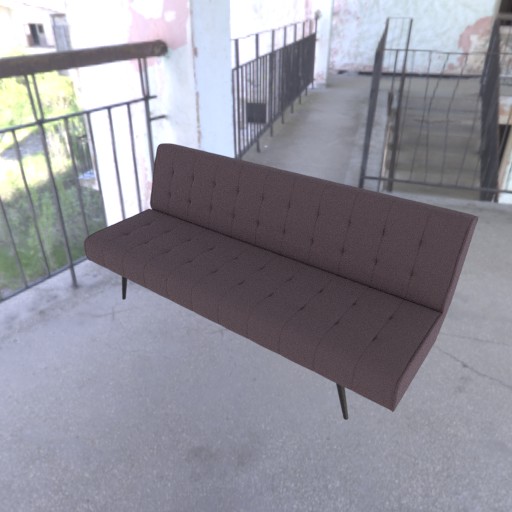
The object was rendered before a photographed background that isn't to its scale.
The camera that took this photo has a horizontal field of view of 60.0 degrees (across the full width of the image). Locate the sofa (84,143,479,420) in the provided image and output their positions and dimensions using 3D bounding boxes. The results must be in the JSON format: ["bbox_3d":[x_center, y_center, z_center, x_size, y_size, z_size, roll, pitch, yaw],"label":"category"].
[{"bbox_3d":[0.000,0.000,2.114,1.703,0.699,0.747,20,36,31],"label":"sofa"}]
